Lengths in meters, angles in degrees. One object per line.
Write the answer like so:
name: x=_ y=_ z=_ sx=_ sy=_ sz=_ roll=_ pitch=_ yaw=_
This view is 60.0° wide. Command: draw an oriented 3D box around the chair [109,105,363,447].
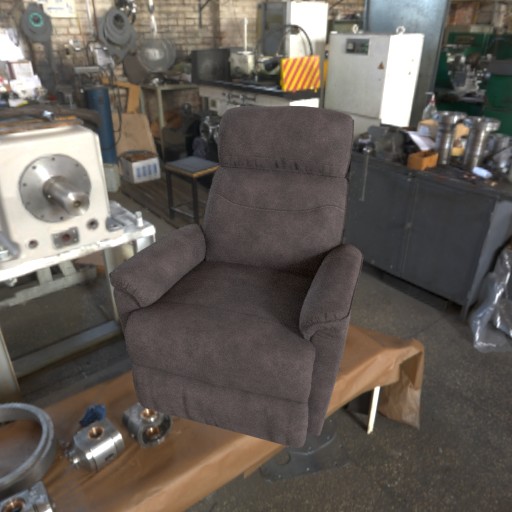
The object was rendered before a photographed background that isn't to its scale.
chair: x=0.000 y=0.000 z=1.776 sx=0.830 sy=1.035 sz=1.009 roll=8 pitch=29 yaw=16
